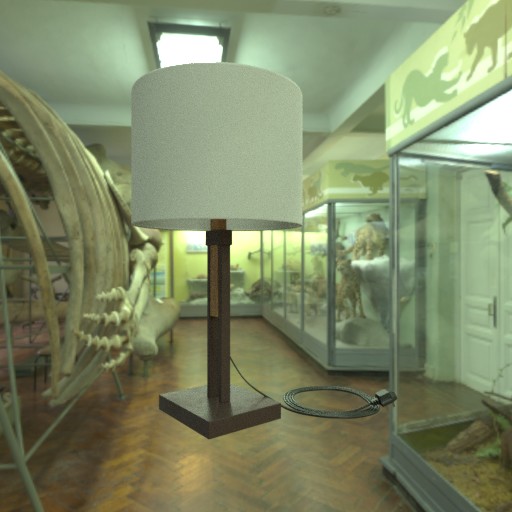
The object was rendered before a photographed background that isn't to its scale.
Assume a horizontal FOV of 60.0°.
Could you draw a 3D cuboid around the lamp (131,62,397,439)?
[{"bbox_3d":[0.000,0.000,0.975,0.525,0.668,0.396,0,0,-38],"label":"lamp"}]
